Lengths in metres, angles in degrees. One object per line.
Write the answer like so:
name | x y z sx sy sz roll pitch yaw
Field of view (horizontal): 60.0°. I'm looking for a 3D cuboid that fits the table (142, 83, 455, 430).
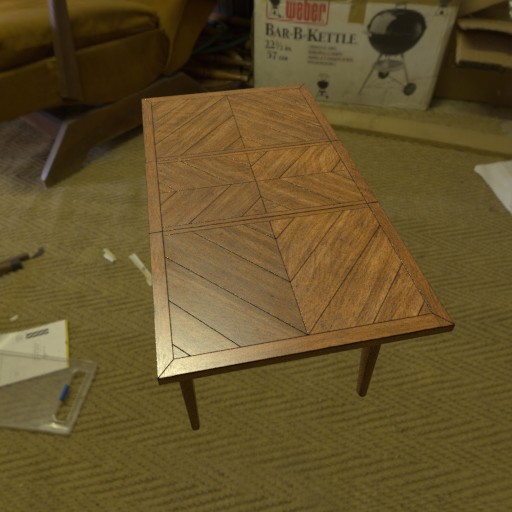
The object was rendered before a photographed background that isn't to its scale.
table | 0.000 0.000 1.833 0.757 0.760 1.400 -8 47 -8
